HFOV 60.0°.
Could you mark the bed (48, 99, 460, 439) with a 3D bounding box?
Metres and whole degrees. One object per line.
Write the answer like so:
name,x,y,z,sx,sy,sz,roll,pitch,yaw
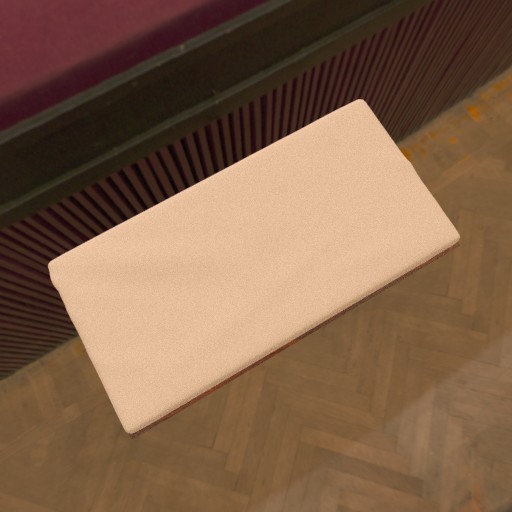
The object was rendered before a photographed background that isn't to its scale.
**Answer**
bed,0.000,0.000,2.243,1.860,0.312,0.940,-29,78,-7
